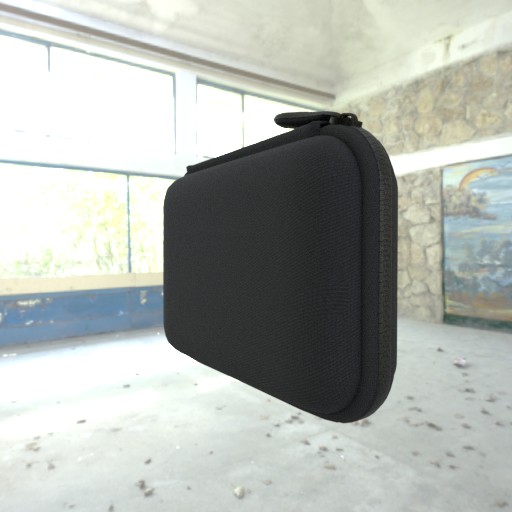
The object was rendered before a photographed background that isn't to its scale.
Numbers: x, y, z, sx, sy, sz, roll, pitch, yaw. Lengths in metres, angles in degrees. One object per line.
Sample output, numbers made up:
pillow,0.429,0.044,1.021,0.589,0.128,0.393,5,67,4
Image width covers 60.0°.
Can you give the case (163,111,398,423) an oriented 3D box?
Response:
case,0.000,0.000,0.181,0.038,0.105,0.132,-1,1,-35
